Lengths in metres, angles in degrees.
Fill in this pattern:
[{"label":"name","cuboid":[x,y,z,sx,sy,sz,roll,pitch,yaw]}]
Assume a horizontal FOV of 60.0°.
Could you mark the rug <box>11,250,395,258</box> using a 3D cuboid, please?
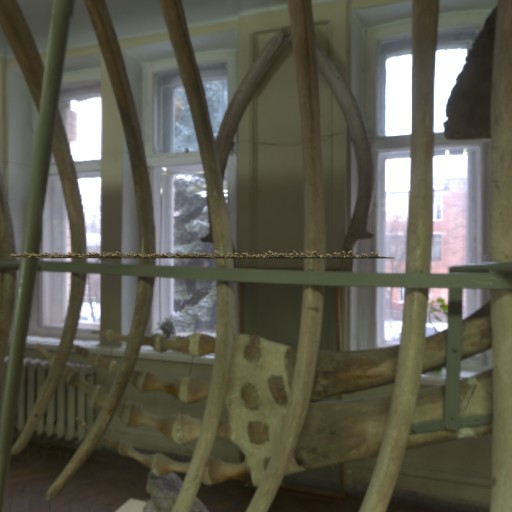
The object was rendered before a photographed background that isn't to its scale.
[{"label":"rug","cuboid":[0.000,0.000,4.160,2.418,0.047,3.307,0,0,19]}]
